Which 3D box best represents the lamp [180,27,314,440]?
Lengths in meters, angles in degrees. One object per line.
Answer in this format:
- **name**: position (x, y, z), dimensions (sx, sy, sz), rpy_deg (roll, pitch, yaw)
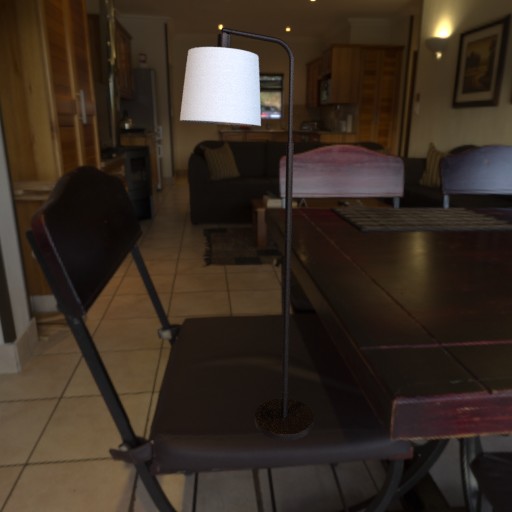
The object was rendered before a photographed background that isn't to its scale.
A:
- **lamp**: position (0.000, 0.000, 1.604), dimensions (0.508, 1.478, 0.254), rpy_deg (-7, 18, -24)
